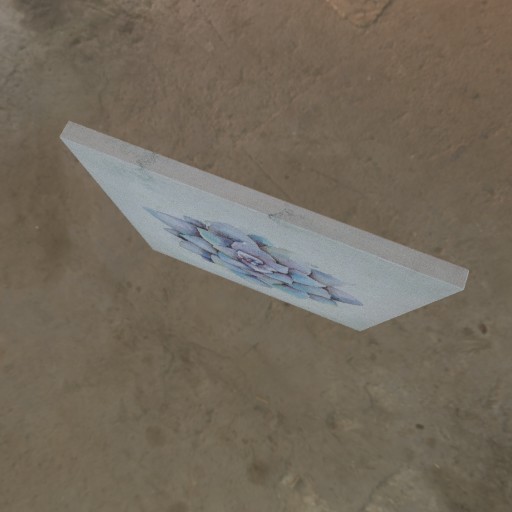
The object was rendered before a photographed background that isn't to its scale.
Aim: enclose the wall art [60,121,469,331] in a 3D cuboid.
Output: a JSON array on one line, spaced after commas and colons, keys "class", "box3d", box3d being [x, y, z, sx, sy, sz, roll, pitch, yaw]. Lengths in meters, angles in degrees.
[{"class": "wall art", "box3d": [0.000, 0.000, 1.147, 0.762, 0.762, 0.038, 21, 76, 5]}]
